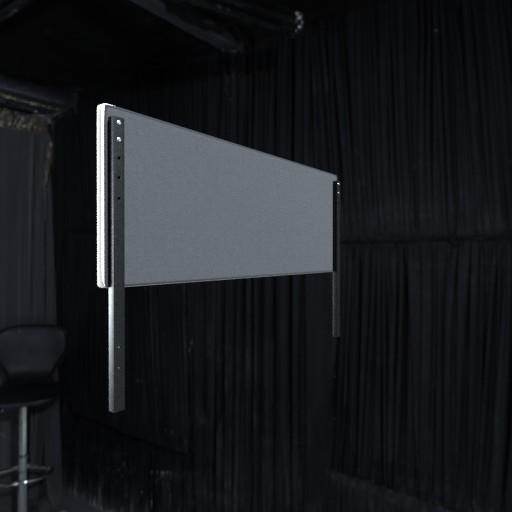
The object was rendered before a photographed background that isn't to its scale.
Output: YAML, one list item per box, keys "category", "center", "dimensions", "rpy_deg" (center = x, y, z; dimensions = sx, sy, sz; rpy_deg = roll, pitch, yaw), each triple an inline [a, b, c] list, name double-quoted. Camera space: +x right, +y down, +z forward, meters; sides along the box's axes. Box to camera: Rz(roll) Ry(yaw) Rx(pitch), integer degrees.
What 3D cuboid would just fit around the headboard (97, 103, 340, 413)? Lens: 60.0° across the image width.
- category: "headboard"
  center: [0.000, 0.000, 2.961]
  dimensions: [0.120, 1.410, 2.362]
  rpy_deg: [0, 1, 37]
